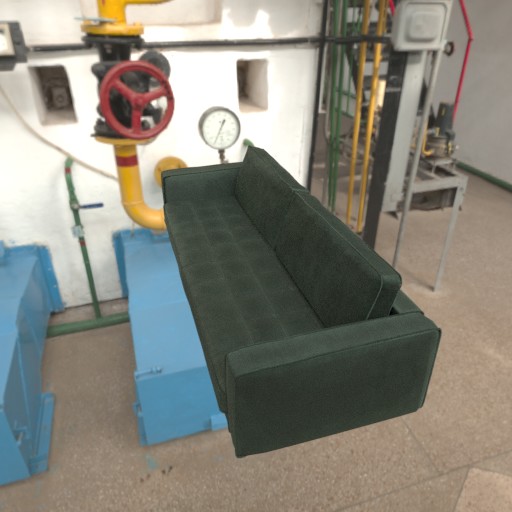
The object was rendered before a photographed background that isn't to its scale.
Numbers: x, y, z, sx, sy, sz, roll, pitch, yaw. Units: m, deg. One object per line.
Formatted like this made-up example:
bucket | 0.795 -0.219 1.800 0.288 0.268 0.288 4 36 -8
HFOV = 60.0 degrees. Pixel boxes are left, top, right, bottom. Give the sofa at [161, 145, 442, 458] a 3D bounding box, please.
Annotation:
sofa | 0.000 0.000 2.610 0.886 0.781 2.214 -9 31 -15
